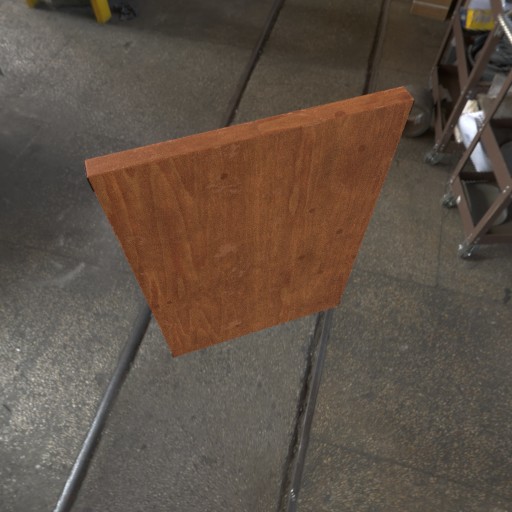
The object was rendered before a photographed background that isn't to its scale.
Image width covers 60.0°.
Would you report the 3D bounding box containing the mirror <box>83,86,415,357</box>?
[{"bbox_3d":[0.000,0.000,0.995,0.517,0.761,0.053,-16,60,-10],"label":"mirror"}]
